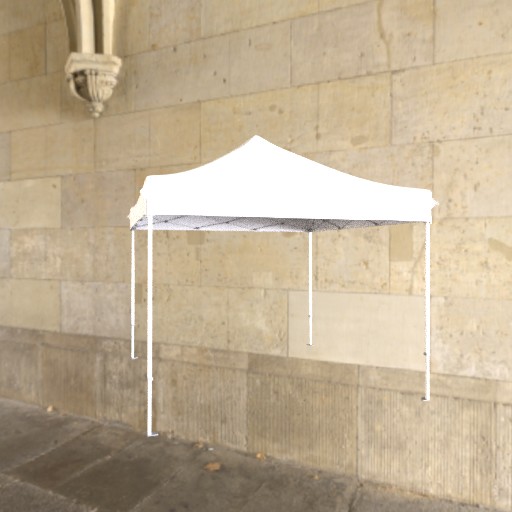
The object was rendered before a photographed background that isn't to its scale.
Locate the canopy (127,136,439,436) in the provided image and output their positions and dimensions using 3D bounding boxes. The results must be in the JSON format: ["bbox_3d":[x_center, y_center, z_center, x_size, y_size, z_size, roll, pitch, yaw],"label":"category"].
[{"bbox_3d":[0.000,0.000,5.544,2.996,2.998,2.994,0,1,-18],"label":"canopy"}]
